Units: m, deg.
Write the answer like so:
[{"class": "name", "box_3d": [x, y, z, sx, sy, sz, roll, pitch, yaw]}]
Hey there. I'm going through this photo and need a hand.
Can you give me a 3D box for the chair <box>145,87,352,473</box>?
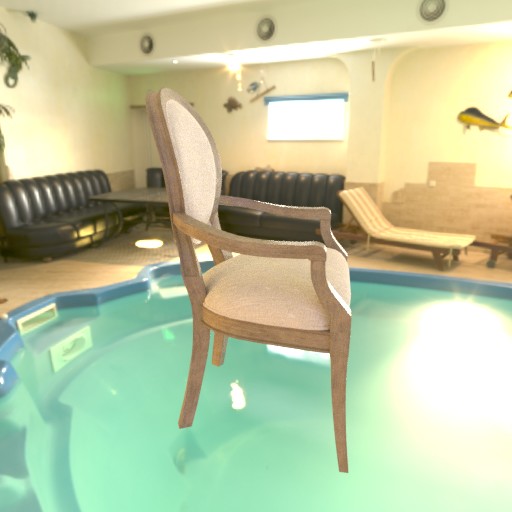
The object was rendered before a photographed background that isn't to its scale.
[{"class": "chair", "box_3d": [0.000, 0.000, 1.375, 0.602, 0.991, 0.611, 3, 15, 10]}]
